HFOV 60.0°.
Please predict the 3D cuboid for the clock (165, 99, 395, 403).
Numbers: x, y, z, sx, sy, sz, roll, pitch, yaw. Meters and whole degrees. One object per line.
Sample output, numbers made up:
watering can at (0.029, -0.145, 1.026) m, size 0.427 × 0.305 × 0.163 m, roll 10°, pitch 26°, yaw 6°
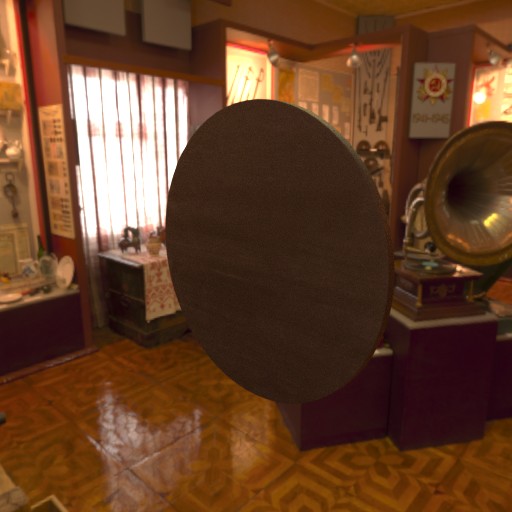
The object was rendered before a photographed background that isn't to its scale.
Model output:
clock at (0.000, 0.000, 0.891) m, size 0.595 × 0.595 × 0.029 m, roll 12°, pitch 18°, yaw 43°
